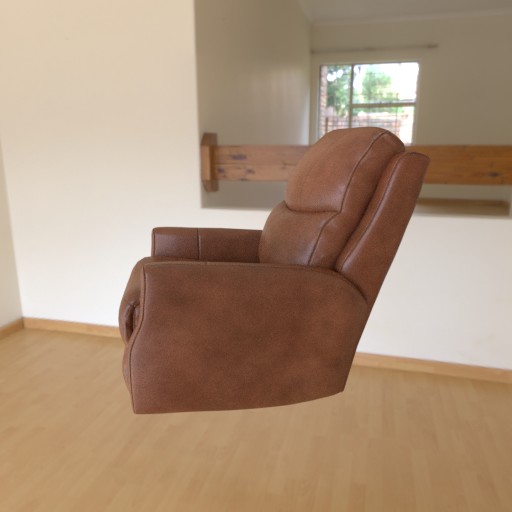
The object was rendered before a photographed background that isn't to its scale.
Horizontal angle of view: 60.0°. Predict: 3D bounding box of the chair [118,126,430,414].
[{"bbox_3d":[0.000,0.000,1.821,1.072,1.016,0.821,-2,14,-10],"label":"chair"}]
